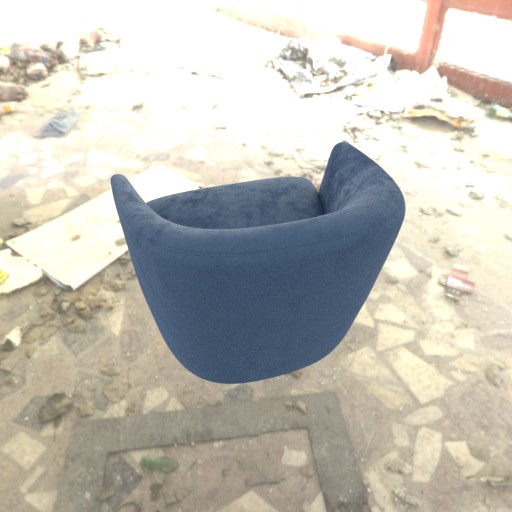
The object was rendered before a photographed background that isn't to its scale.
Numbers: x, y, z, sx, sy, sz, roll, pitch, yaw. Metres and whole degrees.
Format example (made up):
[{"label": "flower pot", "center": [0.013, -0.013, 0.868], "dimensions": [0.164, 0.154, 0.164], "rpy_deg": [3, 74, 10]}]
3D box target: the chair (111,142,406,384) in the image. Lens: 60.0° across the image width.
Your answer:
[{"label": "chair", "center": [0.000, 0.000, 1.384], "dimensions": [0.773, 0.698, 0.767], "rpy_deg": [-11, 42, -13]}]
